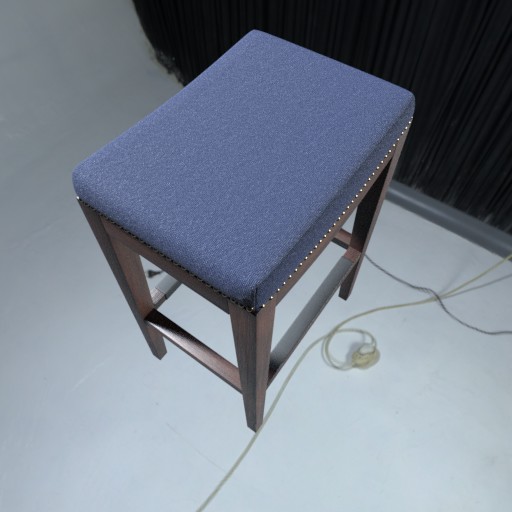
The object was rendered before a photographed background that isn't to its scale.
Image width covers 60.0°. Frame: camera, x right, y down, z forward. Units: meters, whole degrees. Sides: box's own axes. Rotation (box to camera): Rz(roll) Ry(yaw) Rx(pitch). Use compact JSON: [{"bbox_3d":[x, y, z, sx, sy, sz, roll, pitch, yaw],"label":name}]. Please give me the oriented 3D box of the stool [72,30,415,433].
[{"bbox_3d":[0.000,0.000,0.999,0.358,0.740,0.498,31,62,19],"label":"stool"}]
